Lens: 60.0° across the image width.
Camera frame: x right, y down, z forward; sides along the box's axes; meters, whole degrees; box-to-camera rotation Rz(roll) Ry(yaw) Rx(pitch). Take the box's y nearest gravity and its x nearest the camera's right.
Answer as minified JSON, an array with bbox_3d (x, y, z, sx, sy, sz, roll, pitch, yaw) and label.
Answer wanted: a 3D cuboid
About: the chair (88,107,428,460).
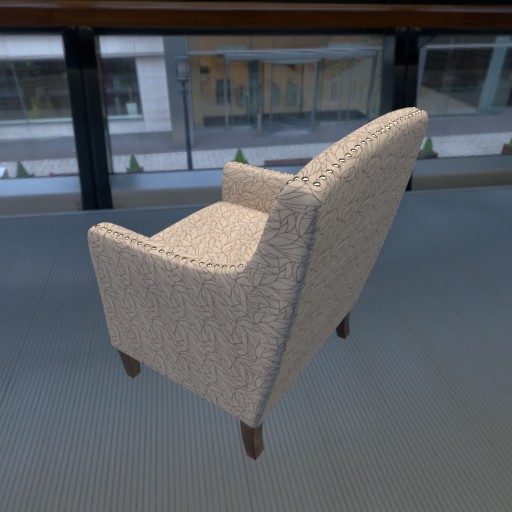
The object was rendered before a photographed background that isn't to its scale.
[{"bbox_3d":[0.000,0.000,1.258,0.651,0.816,0.623,20,37,28],"label":"chair"}]
